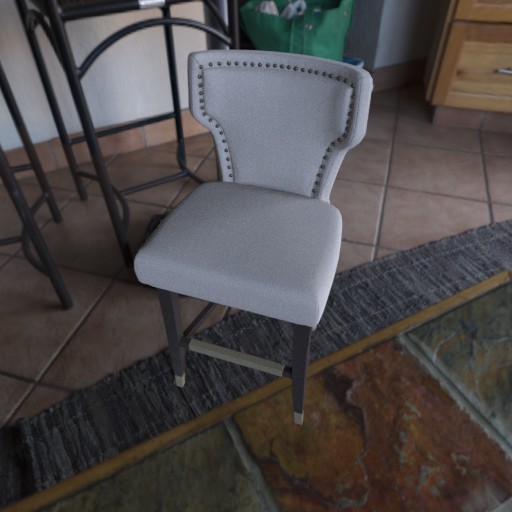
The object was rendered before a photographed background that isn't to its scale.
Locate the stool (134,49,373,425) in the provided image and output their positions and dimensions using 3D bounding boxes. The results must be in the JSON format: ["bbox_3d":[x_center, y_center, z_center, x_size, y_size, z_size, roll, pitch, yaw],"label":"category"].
[{"bbox_3d":[0.000,0.000,1.407,0.526,1.092,0.563,13,43,14],"label":"stool"}]
